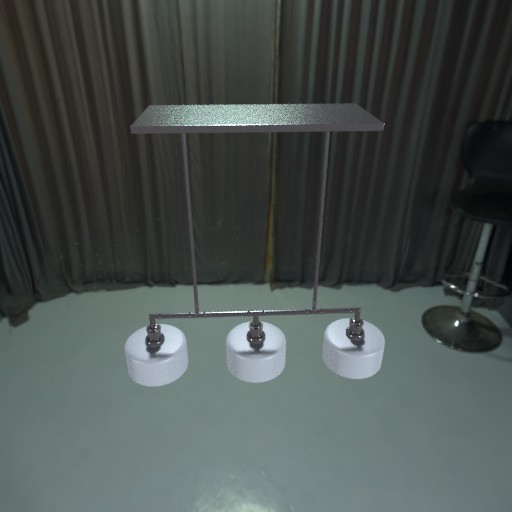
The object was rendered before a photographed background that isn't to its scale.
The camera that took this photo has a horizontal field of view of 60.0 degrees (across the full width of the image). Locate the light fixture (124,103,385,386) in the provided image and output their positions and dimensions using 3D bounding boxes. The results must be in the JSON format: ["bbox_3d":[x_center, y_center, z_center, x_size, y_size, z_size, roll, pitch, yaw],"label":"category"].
[{"bbox_3d":[0.000,0.000,0.894,0.582,0.557,0.177,-1,29,-3],"label":"light fixture"}]
